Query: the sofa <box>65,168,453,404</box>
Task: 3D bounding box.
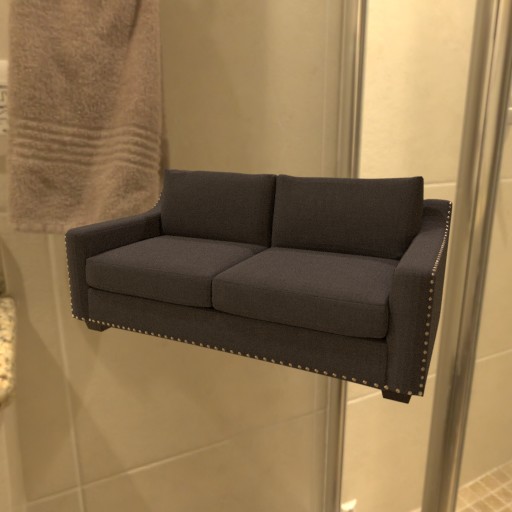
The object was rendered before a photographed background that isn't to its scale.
[{"bbox_3d":[0.000,0.000,3.286,2.550,1.196,1.336,7,16,25],"label":"sofa"}]
